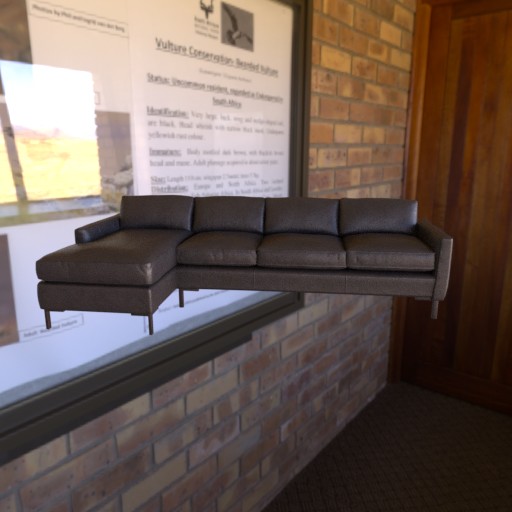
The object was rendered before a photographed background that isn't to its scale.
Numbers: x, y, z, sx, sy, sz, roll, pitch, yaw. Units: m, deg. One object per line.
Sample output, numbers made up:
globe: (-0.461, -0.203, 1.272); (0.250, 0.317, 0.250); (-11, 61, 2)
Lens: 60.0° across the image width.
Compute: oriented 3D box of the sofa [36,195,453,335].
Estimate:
sofa: (0.000, 0.000, 3.629); (2.993, 0.859, 1.471); (2, 14, 7)
